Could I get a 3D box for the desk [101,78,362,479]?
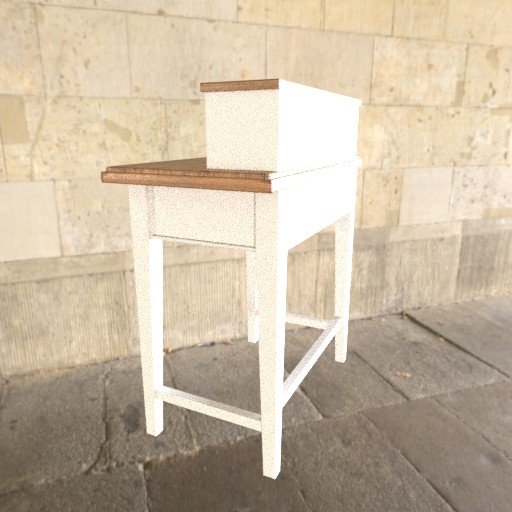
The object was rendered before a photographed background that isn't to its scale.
[{"bbox_3d":[0.000,0.000,1.432,0.462,0.981,0.814,7,17,25],"label":"desk"}]
